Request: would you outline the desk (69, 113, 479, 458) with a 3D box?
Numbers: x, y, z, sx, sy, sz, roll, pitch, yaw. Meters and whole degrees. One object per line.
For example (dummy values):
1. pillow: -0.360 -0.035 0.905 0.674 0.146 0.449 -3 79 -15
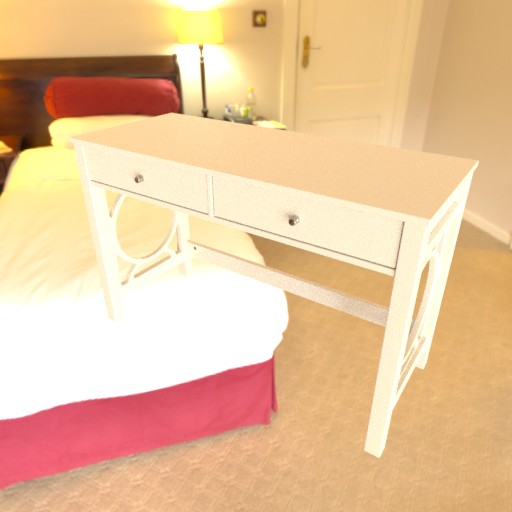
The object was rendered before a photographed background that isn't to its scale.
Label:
1. desk: 0.000 0.000 1.555 1.191 0.762 0.504 18 34 29
